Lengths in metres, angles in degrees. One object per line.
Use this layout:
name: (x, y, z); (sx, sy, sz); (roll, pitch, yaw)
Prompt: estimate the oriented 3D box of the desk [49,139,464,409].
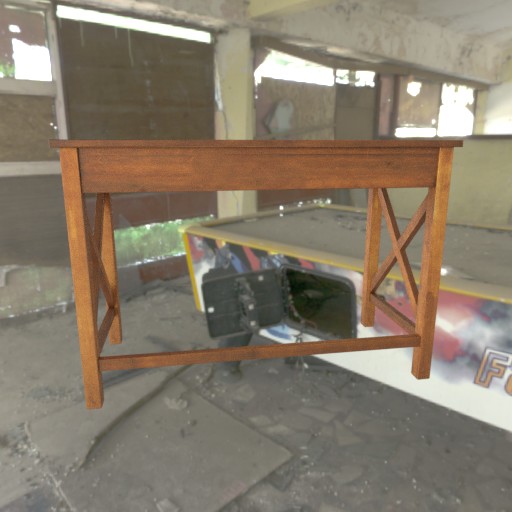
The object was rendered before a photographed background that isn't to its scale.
desk: (0.000, 0.000, 1.513); (1.117, 0.762, 0.508); (-2, 14, -9)
